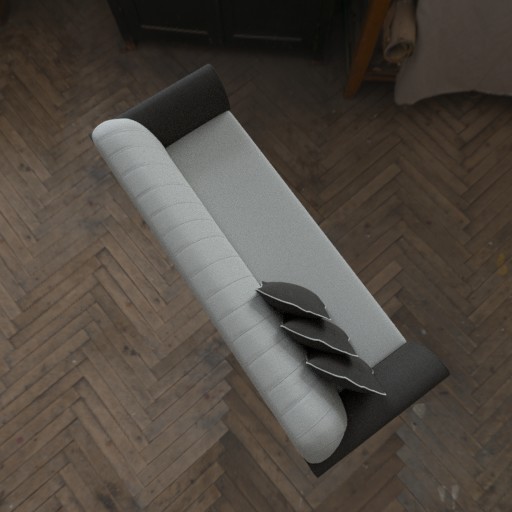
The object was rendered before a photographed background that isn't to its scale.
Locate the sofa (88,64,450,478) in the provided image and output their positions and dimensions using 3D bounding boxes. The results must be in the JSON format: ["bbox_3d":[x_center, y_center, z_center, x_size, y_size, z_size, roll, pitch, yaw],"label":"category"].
[{"bbox_3d":[0.000,0.000,2.342,0.755,0.787,2.001,-34,78,-8],"label":"sofa"}]
